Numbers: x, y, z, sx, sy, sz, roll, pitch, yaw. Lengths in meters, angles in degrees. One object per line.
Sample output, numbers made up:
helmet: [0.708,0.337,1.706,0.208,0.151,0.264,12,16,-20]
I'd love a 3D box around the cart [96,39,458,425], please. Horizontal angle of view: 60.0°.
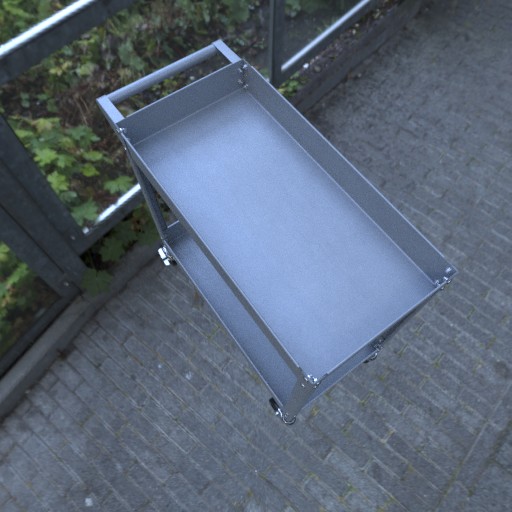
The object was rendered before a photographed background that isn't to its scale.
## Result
cart: [0.000,0.000,1.200,0.366,0.719,0.779,-33,69,-15]
